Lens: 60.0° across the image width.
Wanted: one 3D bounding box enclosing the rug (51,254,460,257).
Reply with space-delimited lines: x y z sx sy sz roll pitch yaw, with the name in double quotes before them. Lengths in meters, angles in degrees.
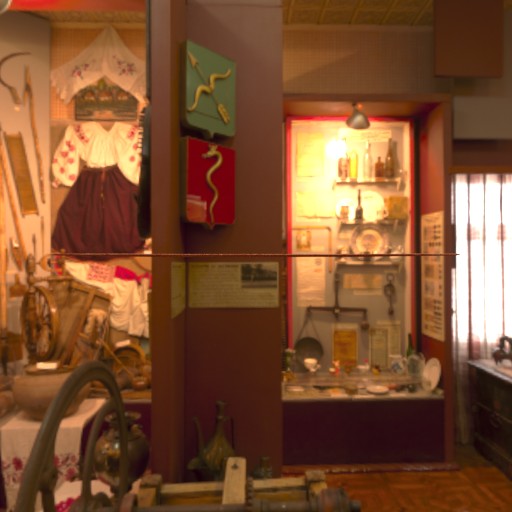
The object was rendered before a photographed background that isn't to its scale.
"rug" 0.000 0.000 2.755 1.594 0.009 2.112 0 0 0
